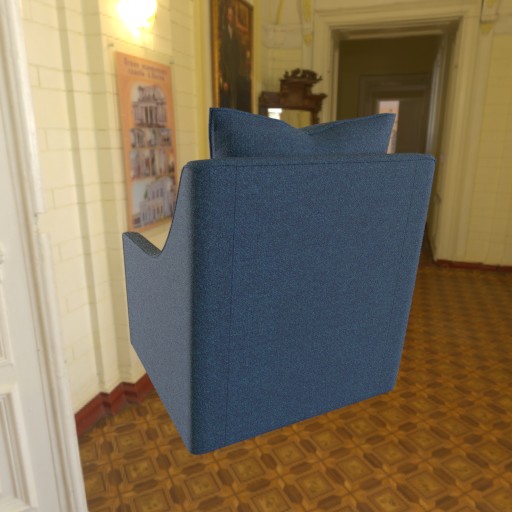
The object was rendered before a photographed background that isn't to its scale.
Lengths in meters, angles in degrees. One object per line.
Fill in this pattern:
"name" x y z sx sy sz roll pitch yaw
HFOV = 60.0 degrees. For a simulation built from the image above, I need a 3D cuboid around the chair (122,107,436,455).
"chair" 0.000 0.000 1.551 0.750 0.939 0.870 -8 17 -26
